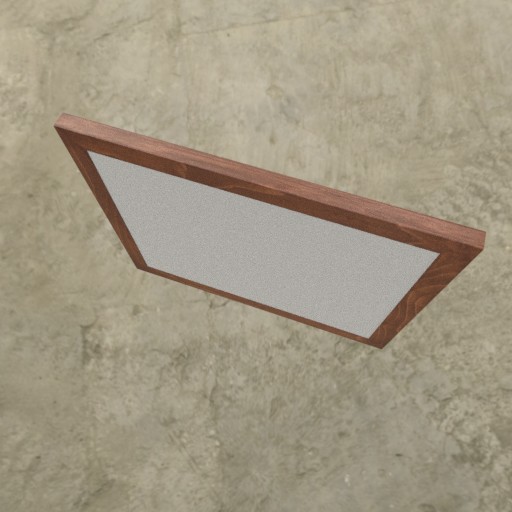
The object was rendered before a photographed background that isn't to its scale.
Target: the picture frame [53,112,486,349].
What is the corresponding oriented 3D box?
[{"bbox_3d":[0.000,0.000,0.757,0.559,0.457,0.025,17,65,8],"label":"picture frame"}]
